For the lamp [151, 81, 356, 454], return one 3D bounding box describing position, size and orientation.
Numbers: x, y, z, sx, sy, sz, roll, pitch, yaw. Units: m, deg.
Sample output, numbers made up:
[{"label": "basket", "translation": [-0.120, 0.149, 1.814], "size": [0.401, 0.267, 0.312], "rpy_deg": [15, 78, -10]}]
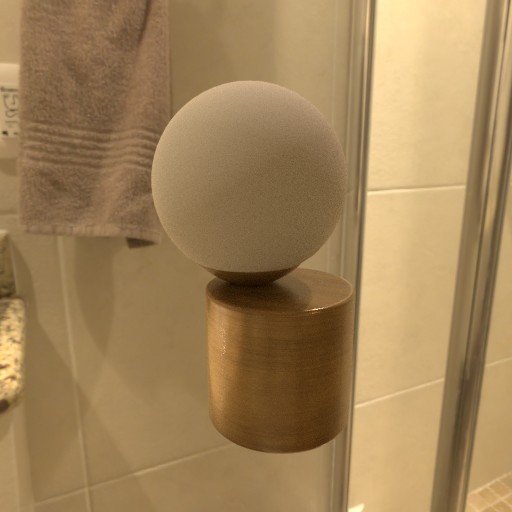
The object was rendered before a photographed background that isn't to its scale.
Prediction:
[{"label": "lamp", "translation": [0.000, 0.000, 0.338], "size": [0.152, 0.250, 0.141], "rpy_deg": [7, 15, 26]}]
